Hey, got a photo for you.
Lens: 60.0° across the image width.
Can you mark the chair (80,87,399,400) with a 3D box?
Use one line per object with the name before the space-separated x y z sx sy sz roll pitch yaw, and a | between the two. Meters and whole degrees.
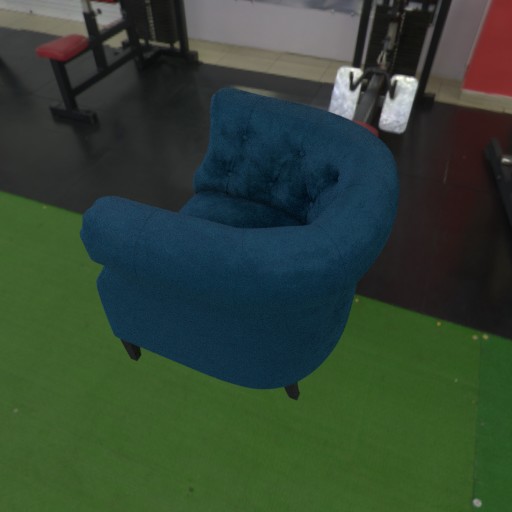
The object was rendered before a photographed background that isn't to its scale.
chair | 0.000 0.000 1.593 0.851 0.826 0.904 18 49 16
